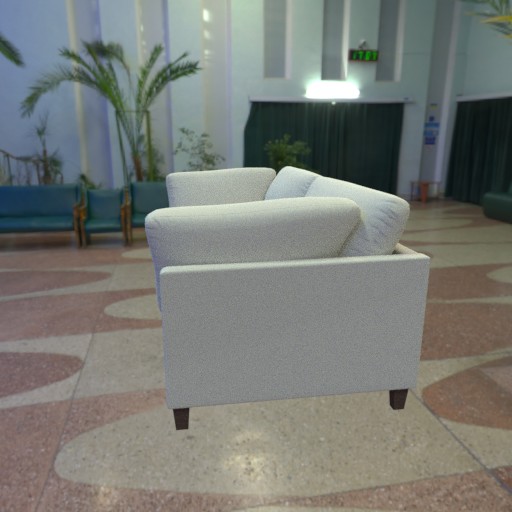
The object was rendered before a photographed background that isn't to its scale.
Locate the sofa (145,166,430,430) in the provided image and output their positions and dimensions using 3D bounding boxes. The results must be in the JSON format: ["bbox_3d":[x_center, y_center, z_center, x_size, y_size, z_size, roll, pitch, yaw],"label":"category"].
[{"bbox_3d":[0.000,0.000,2.338,0.970,0.836,1.776,-2,15,-8],"label":"sofa"}]
